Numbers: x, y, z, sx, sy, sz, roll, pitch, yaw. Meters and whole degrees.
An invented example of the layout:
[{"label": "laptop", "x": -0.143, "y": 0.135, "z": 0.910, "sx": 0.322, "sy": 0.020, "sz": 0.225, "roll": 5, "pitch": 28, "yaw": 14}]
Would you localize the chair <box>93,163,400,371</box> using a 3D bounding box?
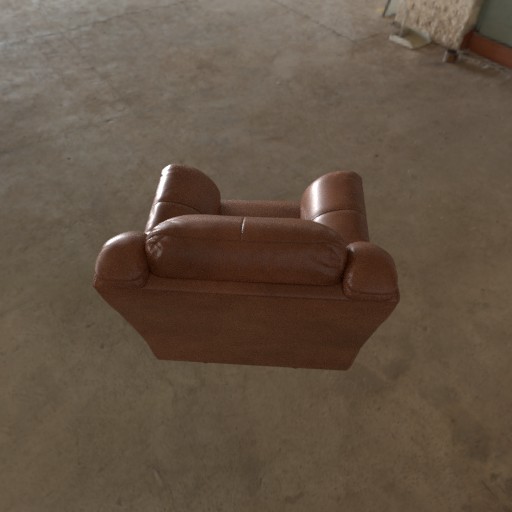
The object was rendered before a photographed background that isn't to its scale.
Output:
[{"label": "chair", "x": 0.000, "y": 0.000, "z": 1.929, "sx": 0.990, "sy": 1.093, "sz": 1.041, "roll": 3, "pitch": 48, "yaw": 2}]
